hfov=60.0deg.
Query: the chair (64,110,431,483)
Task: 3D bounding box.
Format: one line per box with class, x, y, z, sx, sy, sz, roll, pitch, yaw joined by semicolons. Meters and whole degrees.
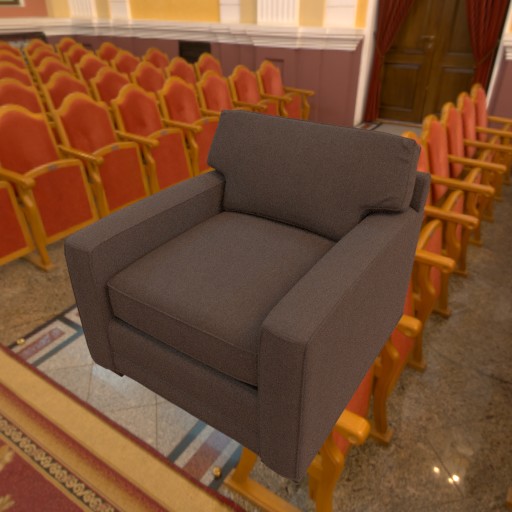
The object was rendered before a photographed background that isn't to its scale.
chair;0.000;0.000;1.764;0.997;0.913;1.043;19;35;29
